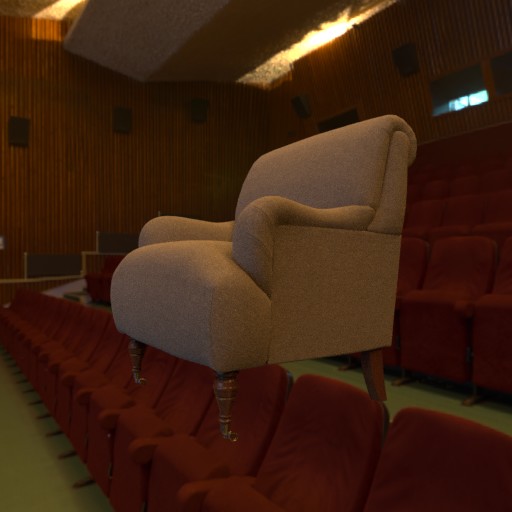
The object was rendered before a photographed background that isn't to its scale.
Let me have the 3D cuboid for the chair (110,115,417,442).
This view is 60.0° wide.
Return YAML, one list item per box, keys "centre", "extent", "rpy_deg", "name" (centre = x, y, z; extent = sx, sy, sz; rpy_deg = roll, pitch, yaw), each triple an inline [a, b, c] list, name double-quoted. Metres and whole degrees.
- centre: [0.000, 0.000, 1.542]
  extent: [0.843, 0.942, 0.766]
  rpy_deg: [0, 0, -35]
  name: "chair"
